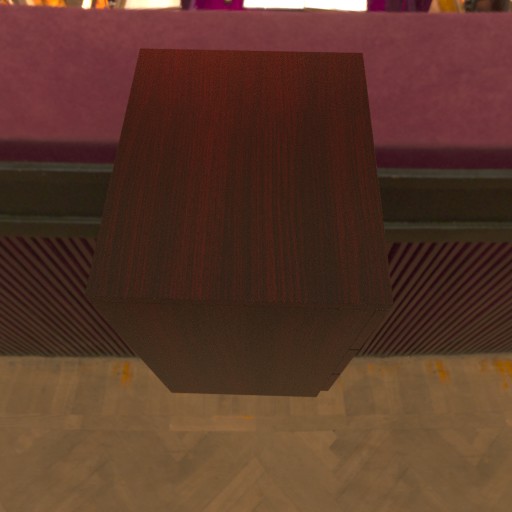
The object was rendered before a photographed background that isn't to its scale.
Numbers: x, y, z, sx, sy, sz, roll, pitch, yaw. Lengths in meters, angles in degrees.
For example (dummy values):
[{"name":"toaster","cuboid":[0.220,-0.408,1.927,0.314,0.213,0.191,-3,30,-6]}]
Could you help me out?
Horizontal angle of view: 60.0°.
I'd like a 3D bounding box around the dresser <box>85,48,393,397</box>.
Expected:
[{"name":"dresser","cuboid":[0.000,0.000,0.818,0.360,0.560,0.400,2,63,1]}]
